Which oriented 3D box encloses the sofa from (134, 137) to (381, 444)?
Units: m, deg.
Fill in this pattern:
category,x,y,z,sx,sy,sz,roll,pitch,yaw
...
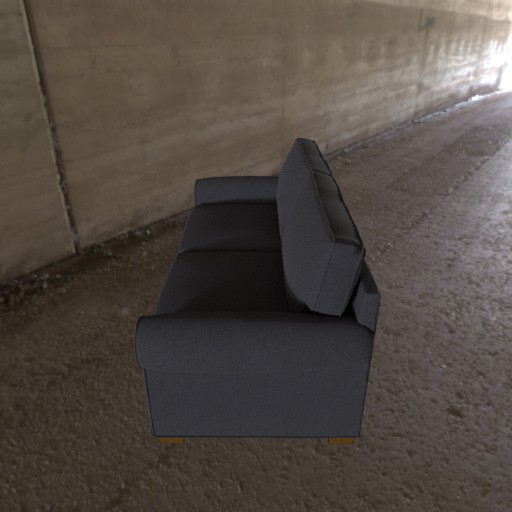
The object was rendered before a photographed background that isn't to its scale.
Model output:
category,x,y,z,sx,sy,sz,roll,pitch,yaw
sofa,0.000,0.000,2.574,0.951,1.031,2.009,0,27,0
